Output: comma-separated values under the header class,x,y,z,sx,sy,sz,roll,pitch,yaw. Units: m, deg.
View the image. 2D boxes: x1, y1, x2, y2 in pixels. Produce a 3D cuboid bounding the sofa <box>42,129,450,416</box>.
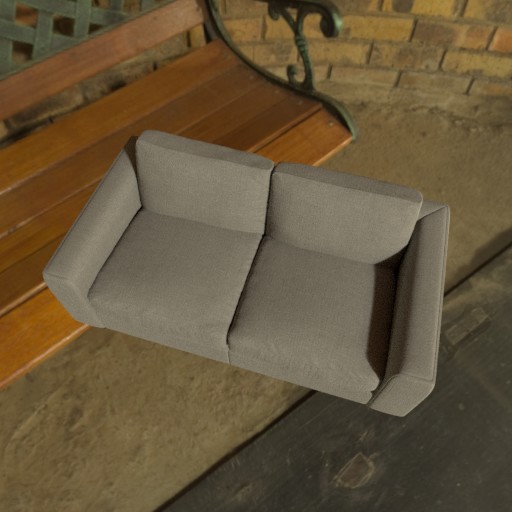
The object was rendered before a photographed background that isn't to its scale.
class,x,y,z,sx,sy,sz,roll,pitch,yaw
sofa,0.000,0.000,2.398,1.920,0.800,1.069,14,58,9
